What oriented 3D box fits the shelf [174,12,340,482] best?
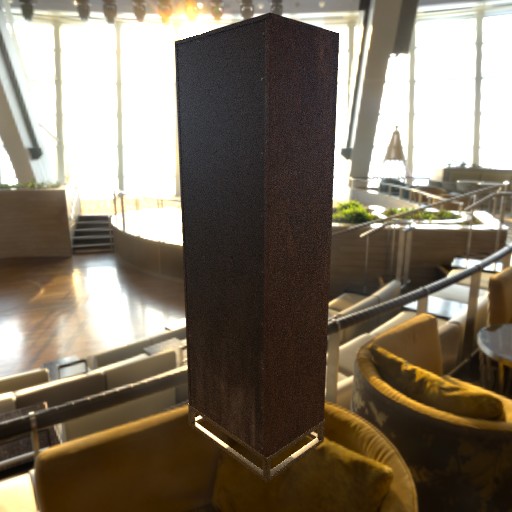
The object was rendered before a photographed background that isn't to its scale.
[{"bbox_3d":[0.000,0.000,1.912,0.395,1.732,0.539,-13,19,-42],"label":"shelf"}]
